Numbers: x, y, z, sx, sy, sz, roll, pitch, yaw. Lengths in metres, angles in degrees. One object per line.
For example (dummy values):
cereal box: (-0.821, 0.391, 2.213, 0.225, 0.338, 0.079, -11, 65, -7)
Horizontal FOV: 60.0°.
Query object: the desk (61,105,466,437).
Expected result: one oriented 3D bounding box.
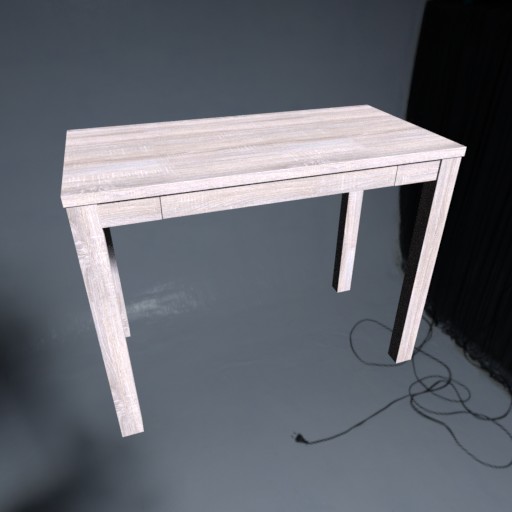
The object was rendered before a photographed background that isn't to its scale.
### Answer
desk: (0.000, 0.000, 1.419, 0.991, 0.762, 0.495, -10, 33, -16)
